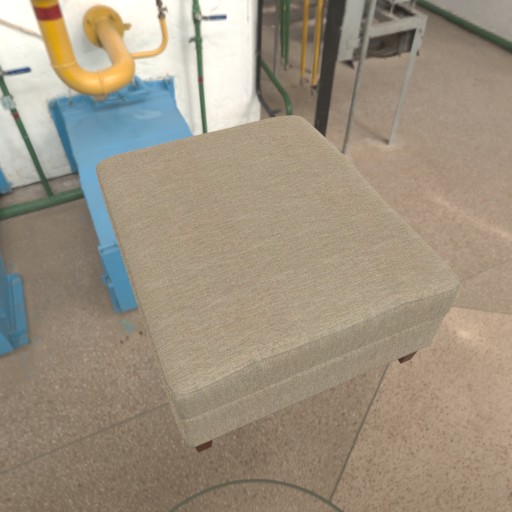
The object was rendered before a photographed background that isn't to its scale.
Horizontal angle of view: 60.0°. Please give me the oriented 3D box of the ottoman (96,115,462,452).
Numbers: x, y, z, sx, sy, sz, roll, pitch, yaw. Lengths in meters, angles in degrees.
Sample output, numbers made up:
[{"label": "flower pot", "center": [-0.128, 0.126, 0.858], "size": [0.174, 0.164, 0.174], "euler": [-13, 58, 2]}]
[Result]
[{"label": "ottoman", "center": [0.000, 0.000, 1.510], "size": [0.836, 0.492, 0.976], "euler": [-18, 50, -16]}]
